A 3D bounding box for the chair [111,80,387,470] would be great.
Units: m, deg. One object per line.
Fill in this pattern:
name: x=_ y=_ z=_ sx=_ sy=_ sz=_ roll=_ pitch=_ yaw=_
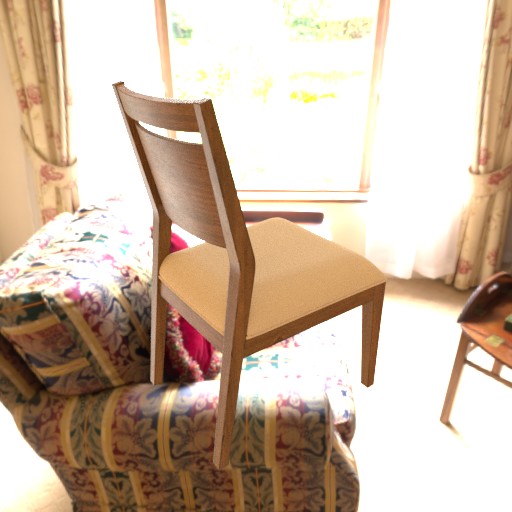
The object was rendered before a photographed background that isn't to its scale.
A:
chair: x=0.000 y=0.000 z=1.274 sx=0.610 sy=0.939 sz=0.497 roll=-19 pitch=32 yaw=-32
